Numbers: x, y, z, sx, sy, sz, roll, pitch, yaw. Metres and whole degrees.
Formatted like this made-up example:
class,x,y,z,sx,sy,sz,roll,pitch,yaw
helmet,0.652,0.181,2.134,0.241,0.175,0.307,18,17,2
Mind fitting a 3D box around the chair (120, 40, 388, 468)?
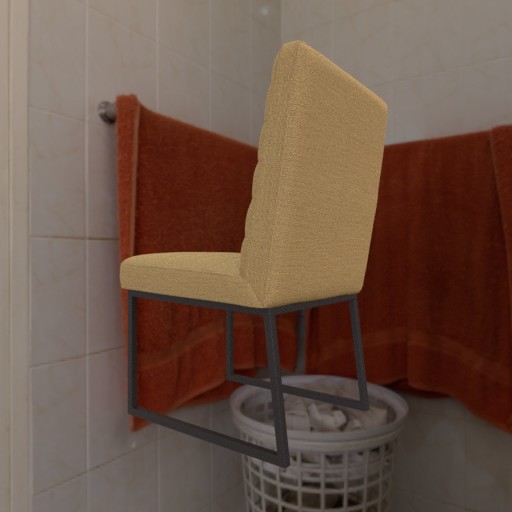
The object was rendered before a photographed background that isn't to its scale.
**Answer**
class,x,y,z,sx,sy,sz,roll,pitch,yaw
chair,0.000,0.000,1.307,0.634,0.930,0.520,0,0,37
